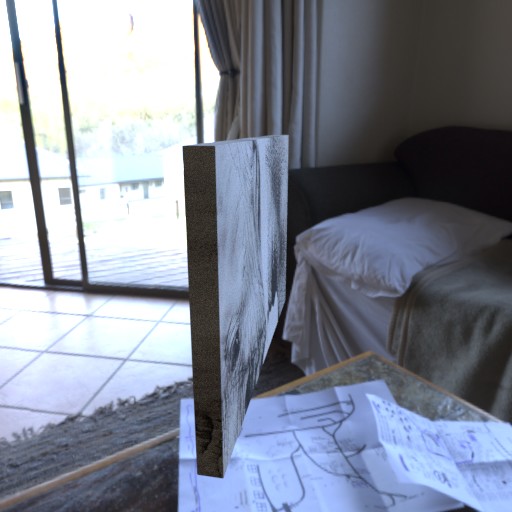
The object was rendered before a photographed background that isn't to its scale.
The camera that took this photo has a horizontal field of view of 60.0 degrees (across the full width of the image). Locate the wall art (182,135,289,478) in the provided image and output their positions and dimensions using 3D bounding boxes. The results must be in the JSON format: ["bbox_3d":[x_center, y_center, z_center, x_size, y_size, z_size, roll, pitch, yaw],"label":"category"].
[{"bbox_3d":[0.000,0.000,0.793,0.035,0.407,0.613,3,17,10],"label":"wall art"}]
